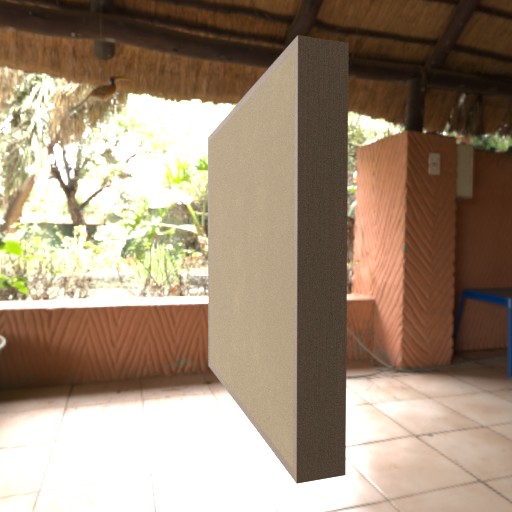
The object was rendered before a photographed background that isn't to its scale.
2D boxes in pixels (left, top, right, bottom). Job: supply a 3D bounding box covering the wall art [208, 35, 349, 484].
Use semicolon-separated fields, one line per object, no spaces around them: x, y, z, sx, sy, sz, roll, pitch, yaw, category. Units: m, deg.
0.000;0.000;0.450;0.038;0.303;0.304;-1;2;-17;wall art
